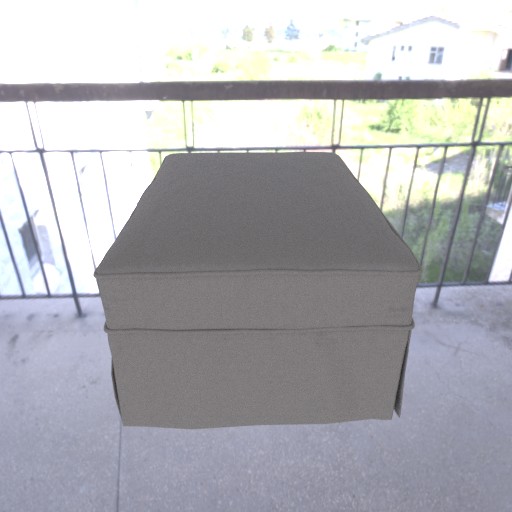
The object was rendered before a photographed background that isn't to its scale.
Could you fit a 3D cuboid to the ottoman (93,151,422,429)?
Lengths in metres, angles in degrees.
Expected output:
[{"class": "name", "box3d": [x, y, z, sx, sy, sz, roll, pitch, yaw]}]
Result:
[{"class": "ottoman", "box3d": [0.000, 0.000, 1.334, 0.703, 0.479, 0.944, -1, 27, -1]}]
